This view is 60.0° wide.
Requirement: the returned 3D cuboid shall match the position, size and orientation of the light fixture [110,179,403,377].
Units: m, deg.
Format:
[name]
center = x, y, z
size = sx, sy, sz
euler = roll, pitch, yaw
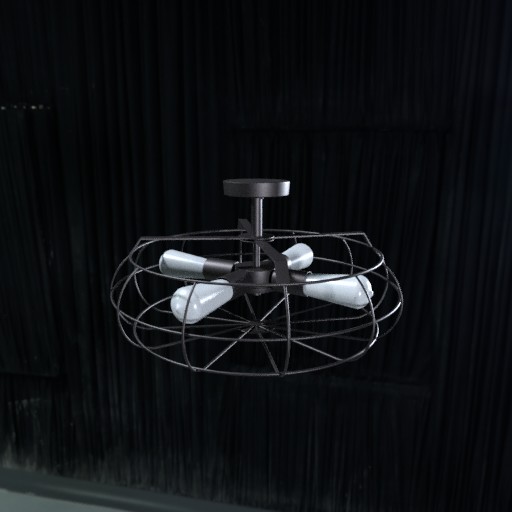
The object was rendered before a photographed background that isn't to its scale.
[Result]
[light fixture]
center = 0.000, 0.000, 0.917
size = 0.582, 0.311, 0.582
euler = 0, 14, 0
